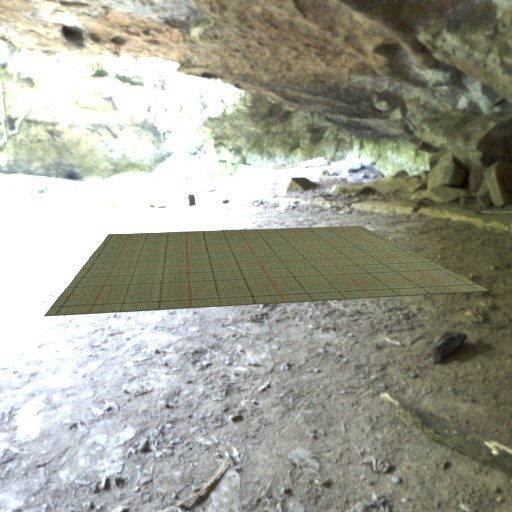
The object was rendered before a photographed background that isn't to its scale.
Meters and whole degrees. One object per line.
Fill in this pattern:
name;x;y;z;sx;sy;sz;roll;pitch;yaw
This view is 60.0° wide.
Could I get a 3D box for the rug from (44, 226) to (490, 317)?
rug;0.000;0.000;4.142;3.048;0.012;2.444;-2;15;-9
